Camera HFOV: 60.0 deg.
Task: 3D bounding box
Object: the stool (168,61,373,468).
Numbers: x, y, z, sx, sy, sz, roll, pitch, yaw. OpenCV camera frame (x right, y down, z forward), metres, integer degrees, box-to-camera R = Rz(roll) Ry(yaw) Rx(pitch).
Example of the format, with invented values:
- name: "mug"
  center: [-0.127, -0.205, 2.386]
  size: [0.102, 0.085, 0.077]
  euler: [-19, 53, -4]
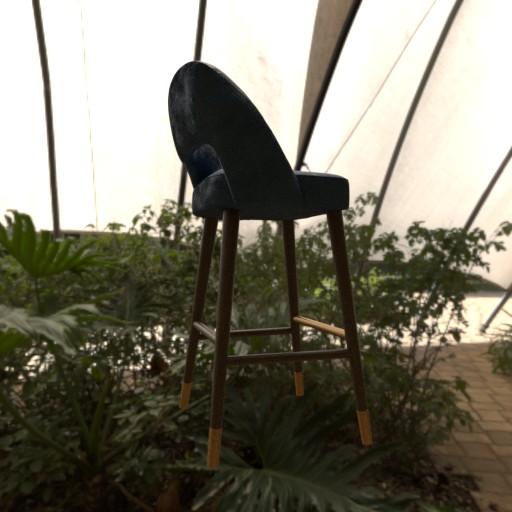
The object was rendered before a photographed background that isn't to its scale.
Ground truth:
- name: "stool"
  center: [0.000, 0.000, 1.334]
  size: [0.515, 1.016, 0.514]
  euler: [0, 0, -18]
